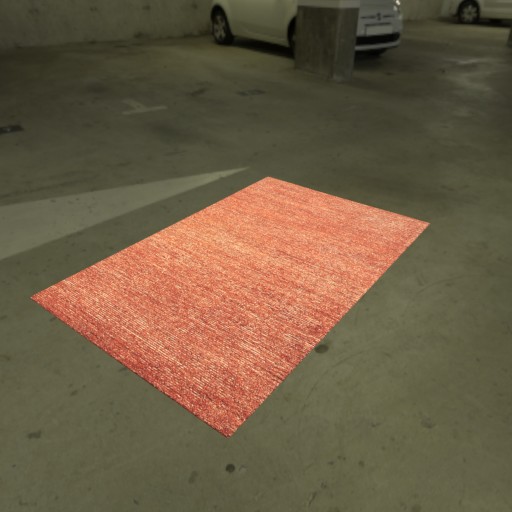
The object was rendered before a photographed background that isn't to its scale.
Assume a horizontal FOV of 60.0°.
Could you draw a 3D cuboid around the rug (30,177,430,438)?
[{"bbox_3d":[0.000,0.000,2.215,1.139,0.011,1.747,22,38,31],"label":"rug"}]
